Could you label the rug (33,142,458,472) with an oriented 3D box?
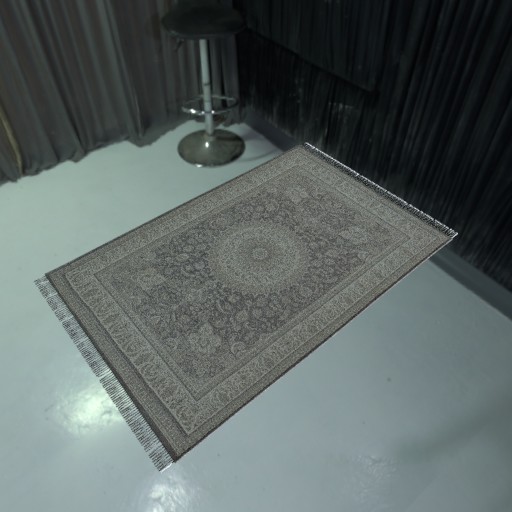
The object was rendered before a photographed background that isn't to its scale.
[{"bbox_3d":[0.000,0.000,2.964,2.440,0.010,1.528,-32,55,-26],"label":"rug"}]
